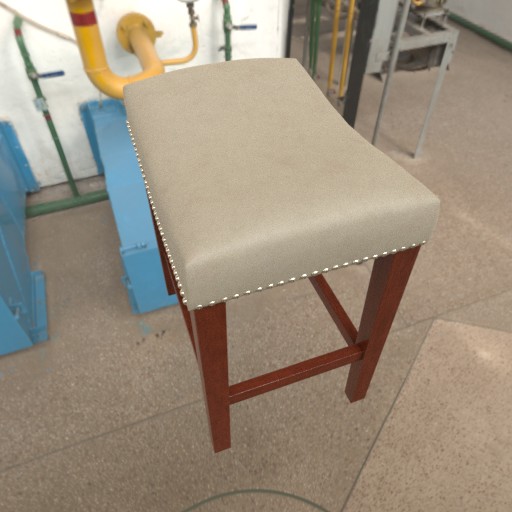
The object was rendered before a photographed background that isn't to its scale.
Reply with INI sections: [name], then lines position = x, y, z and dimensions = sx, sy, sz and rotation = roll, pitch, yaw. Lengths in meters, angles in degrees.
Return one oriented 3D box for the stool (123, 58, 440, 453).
[stool]
position = 0.000, 0.000, 0.928
dimensions = 0.375, 0.632, 0.509
rotation = -15, 48, -14
